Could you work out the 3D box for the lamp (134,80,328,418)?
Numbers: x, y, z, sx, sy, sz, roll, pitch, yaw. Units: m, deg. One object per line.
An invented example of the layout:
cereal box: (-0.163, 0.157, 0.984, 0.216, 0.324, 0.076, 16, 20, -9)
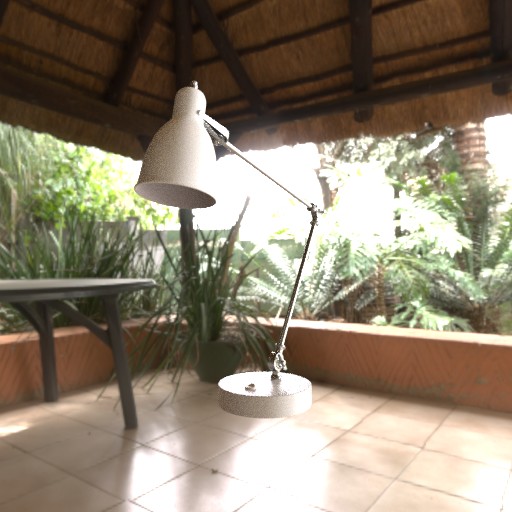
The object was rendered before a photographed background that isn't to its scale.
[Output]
lamp: (0.000, 0.000, 0.870, 0.187, 0.587, 0.561, -1, -1, 35)
